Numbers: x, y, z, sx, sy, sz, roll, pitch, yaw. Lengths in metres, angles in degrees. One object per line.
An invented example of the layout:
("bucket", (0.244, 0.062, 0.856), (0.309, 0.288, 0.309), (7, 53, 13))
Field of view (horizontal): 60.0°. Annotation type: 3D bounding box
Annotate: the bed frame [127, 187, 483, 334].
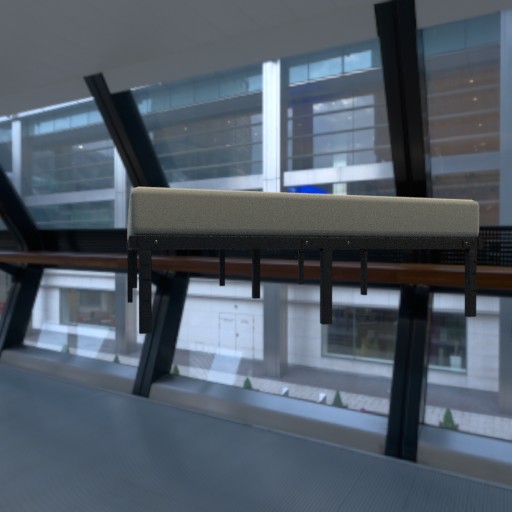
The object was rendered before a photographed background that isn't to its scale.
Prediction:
("bed frame", (0.000, 0.000, 3.552), (1.990, 0.680, 2.635), (0, 1, -16))
